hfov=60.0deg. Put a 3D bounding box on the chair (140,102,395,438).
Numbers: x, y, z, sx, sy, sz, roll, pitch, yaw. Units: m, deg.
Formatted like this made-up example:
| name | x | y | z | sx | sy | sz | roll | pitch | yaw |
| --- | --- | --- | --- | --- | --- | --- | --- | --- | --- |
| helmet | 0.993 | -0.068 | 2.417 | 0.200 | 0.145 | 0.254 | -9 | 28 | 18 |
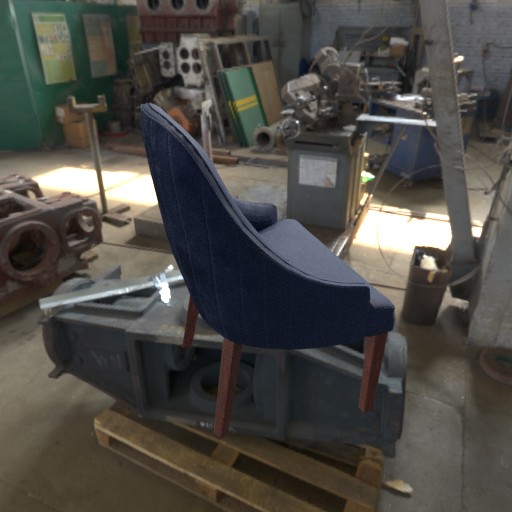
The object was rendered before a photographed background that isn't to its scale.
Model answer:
| name | x | y | z | sx | sy | sz | roll | pitch | yaw |
| --- | --- | --- | --- | --- | --- | --- | --- | --- | --- |
| chair | 0.000 | 0.000 | 1.324 | 0.575 | 0.889 | 0.643 | -10 | 30 | -19 |
